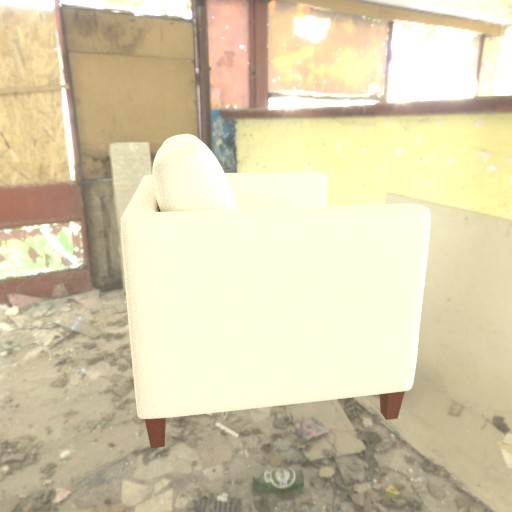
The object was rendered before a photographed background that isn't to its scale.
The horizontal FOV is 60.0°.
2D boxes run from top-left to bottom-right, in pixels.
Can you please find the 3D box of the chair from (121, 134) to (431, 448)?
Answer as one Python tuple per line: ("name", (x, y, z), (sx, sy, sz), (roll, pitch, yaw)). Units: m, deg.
("chair", (0.000, 0.000, 1.688), (0.878, 0.885, 1.019), (-3, 17, -10))
